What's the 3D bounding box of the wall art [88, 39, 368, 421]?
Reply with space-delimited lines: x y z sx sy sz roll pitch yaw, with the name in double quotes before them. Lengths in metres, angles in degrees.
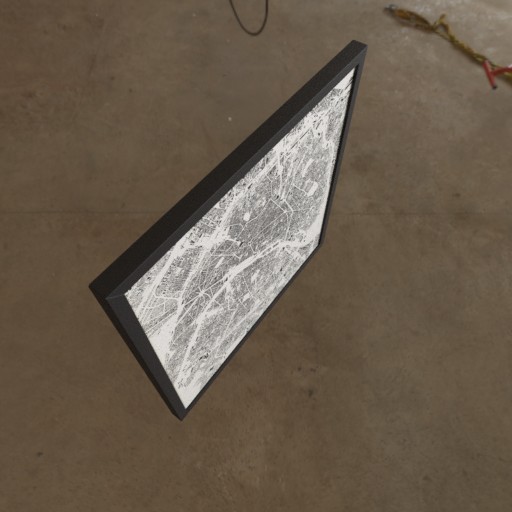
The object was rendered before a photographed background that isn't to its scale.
"wall art" 0.000 0.000 1.116 0.037 0.763 0.763 32 63 19
